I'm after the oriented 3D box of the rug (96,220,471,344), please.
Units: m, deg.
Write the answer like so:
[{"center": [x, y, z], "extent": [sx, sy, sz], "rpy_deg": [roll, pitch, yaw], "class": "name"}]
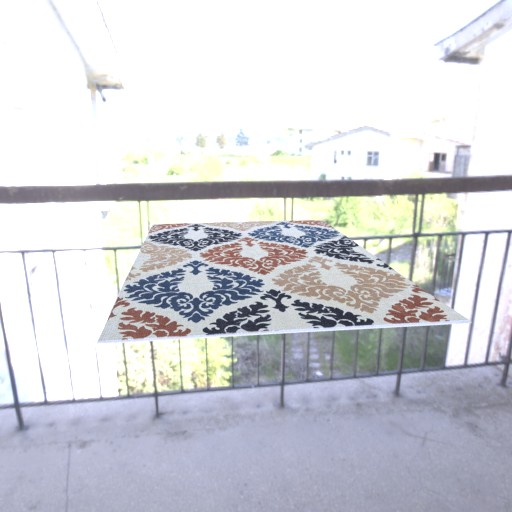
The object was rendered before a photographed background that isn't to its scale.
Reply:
[{"center": [0.000, 0.000, 2.834], "extent": [1.514, 0.014, 2.275], "rpy_deg": [-2, 15, -7], "class": "rug"}]
